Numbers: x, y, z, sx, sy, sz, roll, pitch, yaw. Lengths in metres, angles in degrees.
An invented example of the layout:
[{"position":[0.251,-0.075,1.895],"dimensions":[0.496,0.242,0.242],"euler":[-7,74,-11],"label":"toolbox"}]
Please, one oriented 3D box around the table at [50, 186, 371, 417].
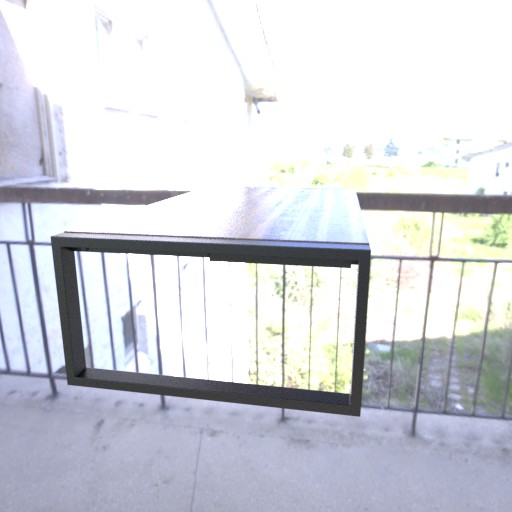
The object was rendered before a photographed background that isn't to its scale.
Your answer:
[{"position":[0.000,0.000,1.690],"dimensions":[0.750,0.400,1.350],"euler":[3,14,10],"label":"table"}]
